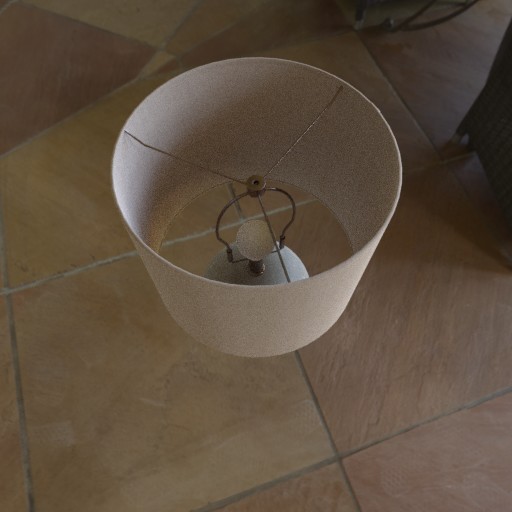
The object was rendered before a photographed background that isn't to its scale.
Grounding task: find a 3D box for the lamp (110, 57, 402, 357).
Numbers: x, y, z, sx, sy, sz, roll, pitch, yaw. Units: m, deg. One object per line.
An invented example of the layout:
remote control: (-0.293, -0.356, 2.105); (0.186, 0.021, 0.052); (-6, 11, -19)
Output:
lamp: (0.000, 0.000, 0.593); (0.269, 0.409, 0.269); (-14, 64, -7)
